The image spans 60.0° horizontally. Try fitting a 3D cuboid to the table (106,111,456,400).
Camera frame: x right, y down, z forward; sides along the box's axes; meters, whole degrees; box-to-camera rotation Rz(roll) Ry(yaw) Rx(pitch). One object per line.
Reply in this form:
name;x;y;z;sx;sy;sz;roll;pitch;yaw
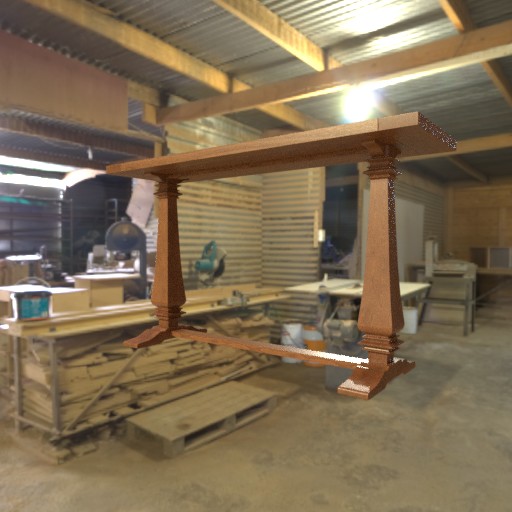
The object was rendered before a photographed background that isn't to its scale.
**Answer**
table;0.000;0.000;1.882;1.478;0.852;0.461;1;2;37
